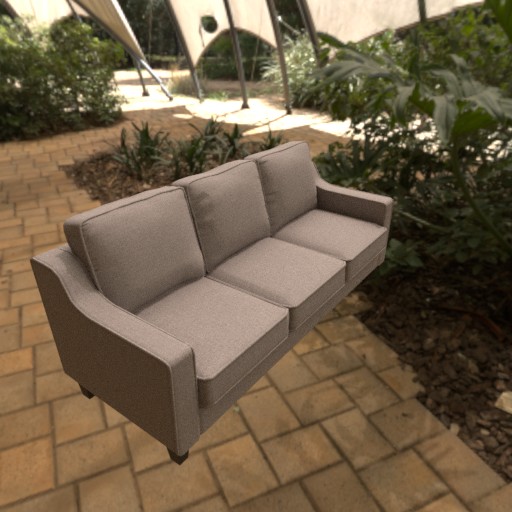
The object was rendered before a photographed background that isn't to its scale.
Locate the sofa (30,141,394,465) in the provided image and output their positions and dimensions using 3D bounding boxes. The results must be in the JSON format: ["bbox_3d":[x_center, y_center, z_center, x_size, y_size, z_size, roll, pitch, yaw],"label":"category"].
[{"bbox_3d":[0.000,0.000,2.588,0.899,0.950,2.129,19,33,32],"label":"sofa"}]
